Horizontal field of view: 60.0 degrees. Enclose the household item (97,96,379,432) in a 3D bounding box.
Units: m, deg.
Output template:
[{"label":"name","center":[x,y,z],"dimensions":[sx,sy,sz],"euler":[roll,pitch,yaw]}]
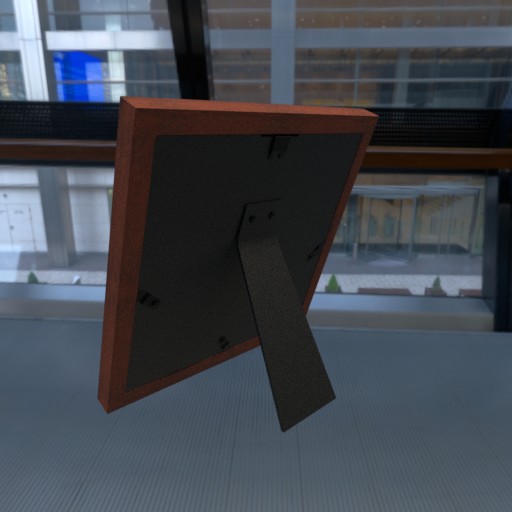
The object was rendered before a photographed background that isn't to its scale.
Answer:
[{"label":"household item","center":[0.000,0.000,0.371],"dimensions":[0.240,0.240,0.131],"euler":[-15,22,-41]}]
